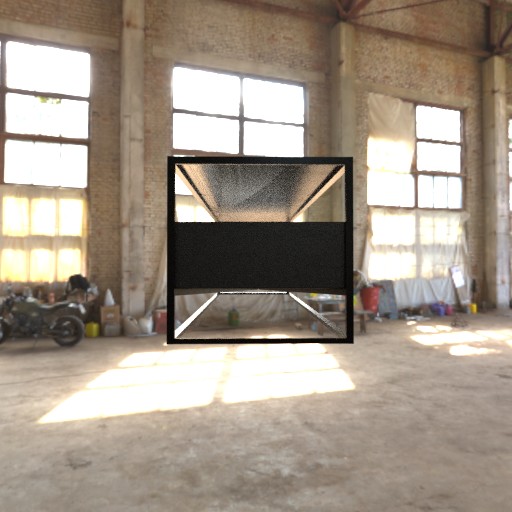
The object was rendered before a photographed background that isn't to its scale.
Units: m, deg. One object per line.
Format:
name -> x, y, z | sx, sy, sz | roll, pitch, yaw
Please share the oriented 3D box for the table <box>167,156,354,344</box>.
table -> 0.000, 0.000, 1.676 | 0.399, 0.395, 1.486 | 0, -1, -1
